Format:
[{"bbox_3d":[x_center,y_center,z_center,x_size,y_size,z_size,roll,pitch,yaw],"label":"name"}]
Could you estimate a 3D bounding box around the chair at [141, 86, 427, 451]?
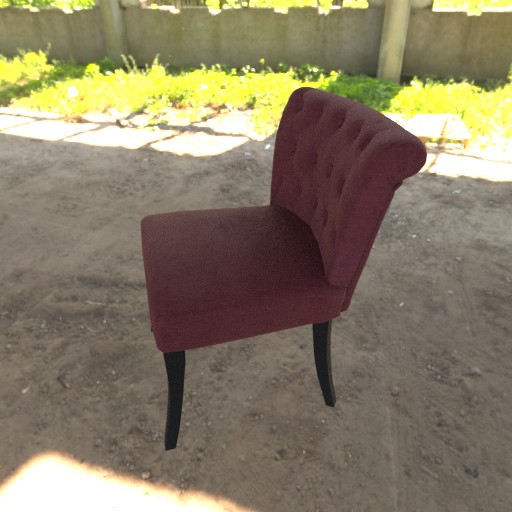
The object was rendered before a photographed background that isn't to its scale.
[{"bbox_3d":[0.000,0.000,1.178,0.605,0.750,0.582,-8,32,-13],"label":"chair"}]
